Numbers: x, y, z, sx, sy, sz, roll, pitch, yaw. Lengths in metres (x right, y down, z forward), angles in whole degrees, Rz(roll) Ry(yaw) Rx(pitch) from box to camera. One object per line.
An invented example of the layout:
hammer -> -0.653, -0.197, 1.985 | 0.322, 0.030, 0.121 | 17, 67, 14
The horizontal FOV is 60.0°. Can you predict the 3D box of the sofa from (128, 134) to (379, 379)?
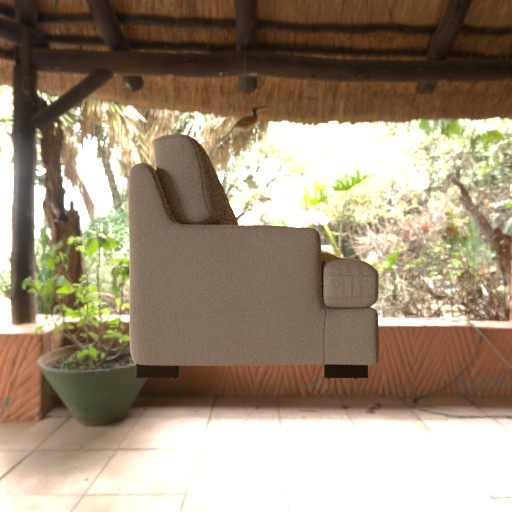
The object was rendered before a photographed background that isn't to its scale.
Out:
sofa -> 0.000, 0.000, 2.654 | 0.929, 0.925, 2.147 | 0, -1, 0
